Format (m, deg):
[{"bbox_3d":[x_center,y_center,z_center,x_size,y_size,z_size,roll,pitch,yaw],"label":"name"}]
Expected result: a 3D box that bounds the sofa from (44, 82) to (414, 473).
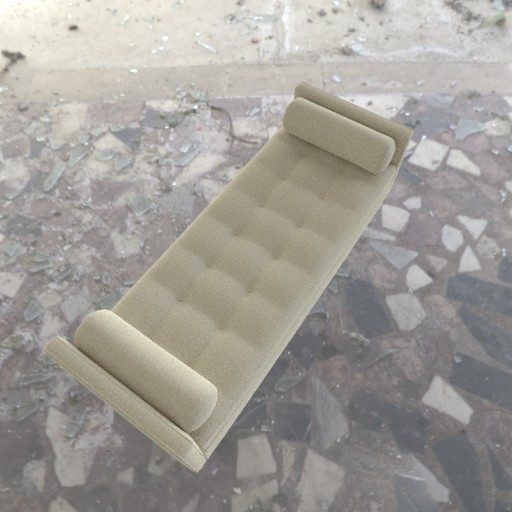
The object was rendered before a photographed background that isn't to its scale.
[{"bbox_3d":[0.000,0.000,2.331,0.746,0.641,1.985,31,64,17],"label":"sofa"}]
